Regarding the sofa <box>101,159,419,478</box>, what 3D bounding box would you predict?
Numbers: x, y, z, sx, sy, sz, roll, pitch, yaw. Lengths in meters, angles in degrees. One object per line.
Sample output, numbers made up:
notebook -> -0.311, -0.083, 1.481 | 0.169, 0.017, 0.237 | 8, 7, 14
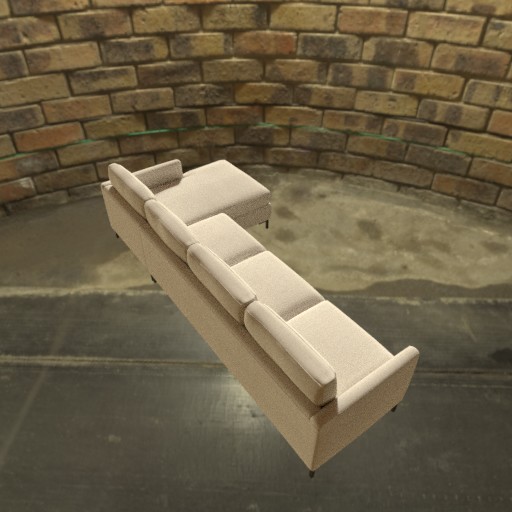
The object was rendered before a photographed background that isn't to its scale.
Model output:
sofa -> 0.000, 0.000, 2.911 | 1.126, 0.677, 2.445 | -25, 46, -27
